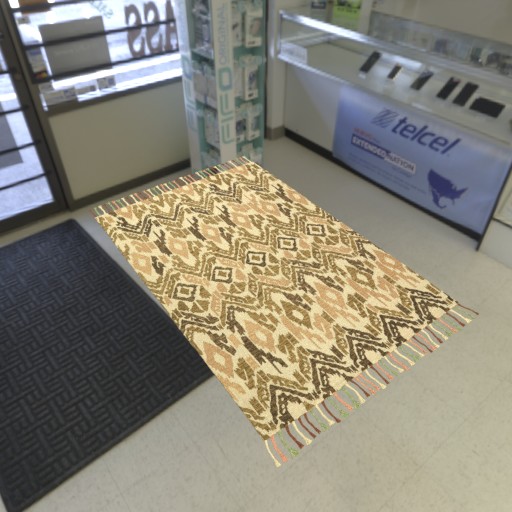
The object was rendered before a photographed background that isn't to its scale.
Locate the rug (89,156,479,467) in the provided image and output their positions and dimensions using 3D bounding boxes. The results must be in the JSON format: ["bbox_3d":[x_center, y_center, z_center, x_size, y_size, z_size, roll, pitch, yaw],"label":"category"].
[{"bbox_3d":[0.000,0.000,3.028,1.524,0.008,2.438,-25,47,-26],"label":"rug"}]
